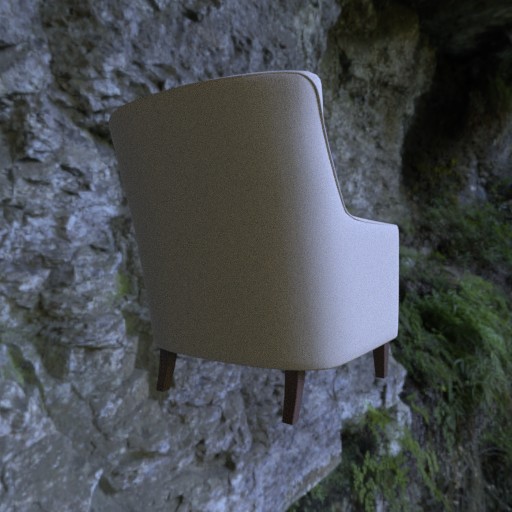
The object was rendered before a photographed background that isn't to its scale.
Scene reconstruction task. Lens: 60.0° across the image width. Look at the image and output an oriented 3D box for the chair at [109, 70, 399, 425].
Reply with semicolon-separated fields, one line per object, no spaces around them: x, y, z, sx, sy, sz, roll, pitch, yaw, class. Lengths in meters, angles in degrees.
0.000;0.000;1.529;0.756;0.916;0.879;0;1;35;chair
